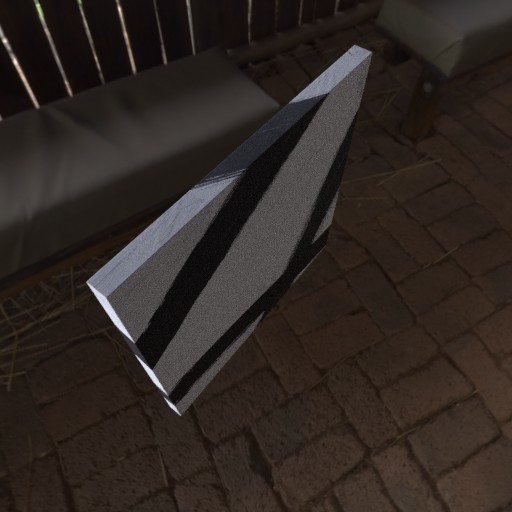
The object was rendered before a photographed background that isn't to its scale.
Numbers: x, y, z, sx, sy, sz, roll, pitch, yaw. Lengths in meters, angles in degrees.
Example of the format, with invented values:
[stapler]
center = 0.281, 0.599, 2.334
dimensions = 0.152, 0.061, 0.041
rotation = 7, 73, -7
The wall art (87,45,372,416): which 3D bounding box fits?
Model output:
[wall art]
center = 0.000, 0.000, 1.141
dimensions = 0.046, 0.765, 0.765
rotation = 34, 64, 19
